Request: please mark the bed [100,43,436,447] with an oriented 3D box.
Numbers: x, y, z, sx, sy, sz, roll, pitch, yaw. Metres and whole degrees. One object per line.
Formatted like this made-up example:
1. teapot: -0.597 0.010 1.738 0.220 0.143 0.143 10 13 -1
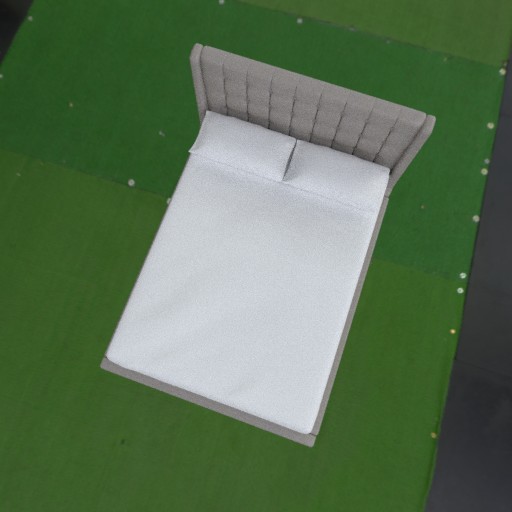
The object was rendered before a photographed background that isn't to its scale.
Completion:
1. bed: 0.000 0.000 3.174 1.656 1.147 2.232 19 77 5
